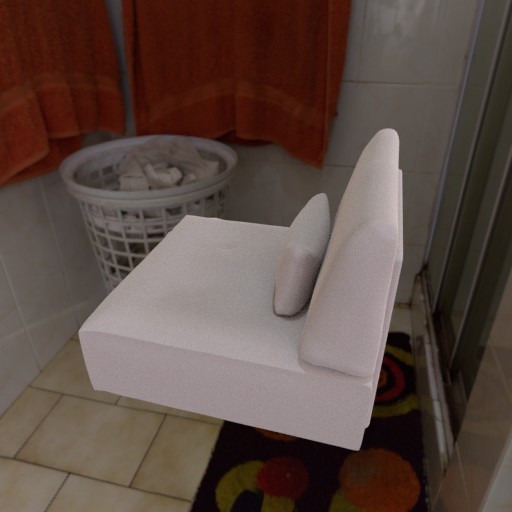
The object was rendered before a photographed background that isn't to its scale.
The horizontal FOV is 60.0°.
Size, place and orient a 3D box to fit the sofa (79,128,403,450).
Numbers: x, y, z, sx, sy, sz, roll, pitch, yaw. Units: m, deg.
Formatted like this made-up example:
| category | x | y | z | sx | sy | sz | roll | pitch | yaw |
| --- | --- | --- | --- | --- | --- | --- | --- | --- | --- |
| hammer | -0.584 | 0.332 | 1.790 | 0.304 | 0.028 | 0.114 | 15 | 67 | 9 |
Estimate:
| category | x | y | z | sx | sy | sz | roll | pitch | yaw |
| --- | --- | --- | --- | --- | --- | --- | --- | --- | --- |
| sofa | 0.000 | 0.000 | 1.710 | 1.000 | 0.828 | 0.935 | 8 | 32 | 13 |
